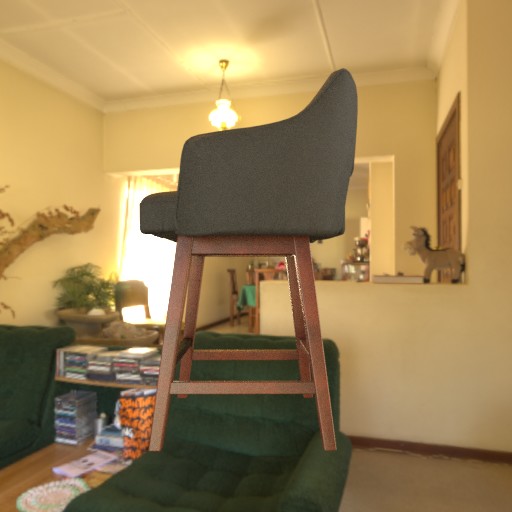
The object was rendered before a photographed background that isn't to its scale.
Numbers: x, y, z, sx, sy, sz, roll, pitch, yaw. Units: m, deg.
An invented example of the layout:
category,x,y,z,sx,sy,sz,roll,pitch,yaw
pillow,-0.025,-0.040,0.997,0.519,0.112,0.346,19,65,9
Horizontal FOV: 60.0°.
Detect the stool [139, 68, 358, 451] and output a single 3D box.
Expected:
category,x,y,z,sx,sy,sz,roll,pitch,yaw
stool,0.000,0.000,1.248,0.558,0.912,0.548,0,-1,-1
